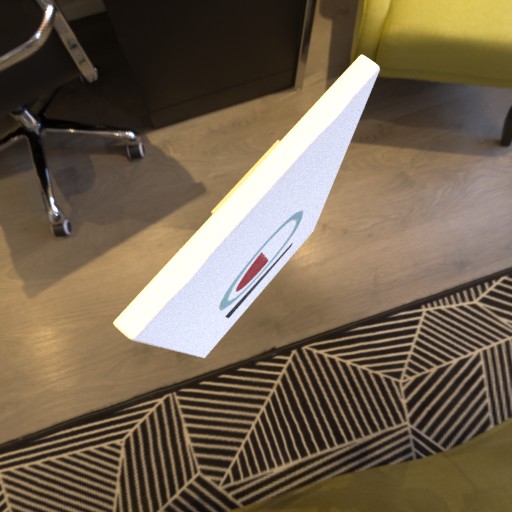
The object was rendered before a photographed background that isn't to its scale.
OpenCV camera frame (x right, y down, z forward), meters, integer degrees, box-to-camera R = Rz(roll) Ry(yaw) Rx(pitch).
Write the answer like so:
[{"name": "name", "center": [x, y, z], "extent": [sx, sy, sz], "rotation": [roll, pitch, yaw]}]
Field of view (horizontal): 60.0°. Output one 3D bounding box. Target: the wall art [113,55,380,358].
[{"name": "wall art", "center": [0.000, 0.000, 1.132], "extent": [0.048, 0.902, 0.602], "rotation": [39, 79, 9]}]
